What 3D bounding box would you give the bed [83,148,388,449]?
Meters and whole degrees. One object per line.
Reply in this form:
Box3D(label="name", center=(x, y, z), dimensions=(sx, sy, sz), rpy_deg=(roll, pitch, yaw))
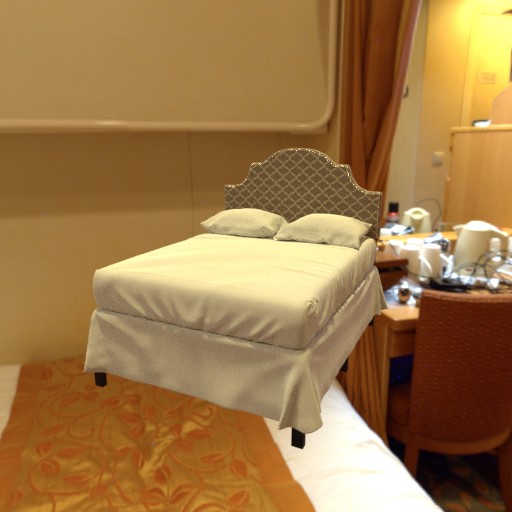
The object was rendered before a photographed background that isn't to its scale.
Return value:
Box3D(label="bed", center=(0.000, 0.000, 3.504), dimensions=(1.780, 1.633, 2.222), rpy_deg=(7, 16, 25))
